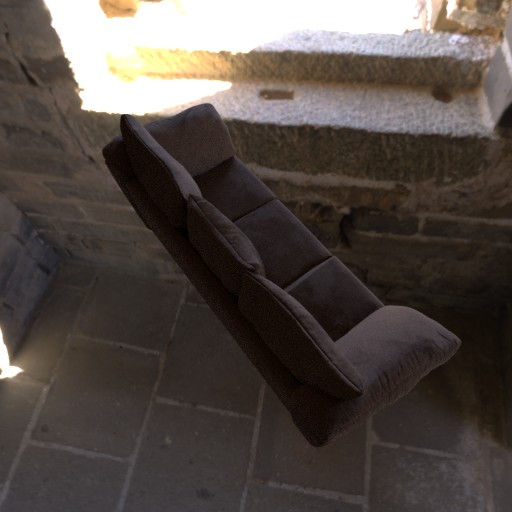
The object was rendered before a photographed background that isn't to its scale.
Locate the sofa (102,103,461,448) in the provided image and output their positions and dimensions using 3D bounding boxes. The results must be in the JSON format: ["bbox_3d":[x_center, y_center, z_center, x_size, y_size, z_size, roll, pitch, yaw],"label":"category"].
[{"bbox_3d":[0.000,0.000,2.786,0.878,1.015,2.336,-32,64,-18],"label":"sofa"}]
